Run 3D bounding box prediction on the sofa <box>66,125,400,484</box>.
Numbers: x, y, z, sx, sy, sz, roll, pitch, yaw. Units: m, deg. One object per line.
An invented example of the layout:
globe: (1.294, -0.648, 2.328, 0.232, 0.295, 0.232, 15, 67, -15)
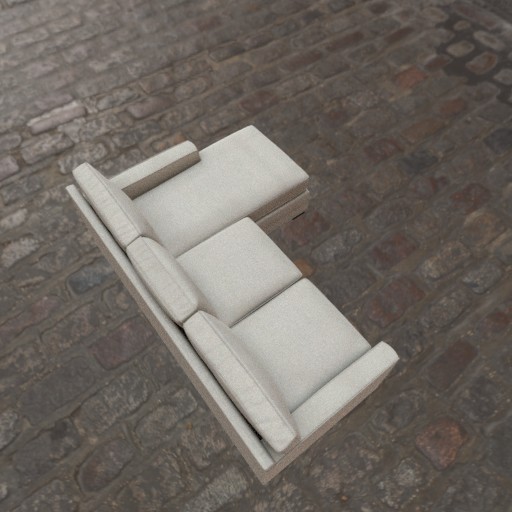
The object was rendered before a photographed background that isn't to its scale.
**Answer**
sofa: (0.000, 0.000, 2.842, 1.496, 0.861, 2.087, -33, 63, -19)
